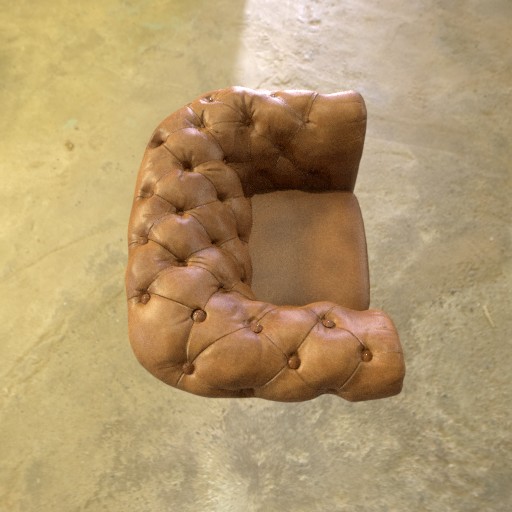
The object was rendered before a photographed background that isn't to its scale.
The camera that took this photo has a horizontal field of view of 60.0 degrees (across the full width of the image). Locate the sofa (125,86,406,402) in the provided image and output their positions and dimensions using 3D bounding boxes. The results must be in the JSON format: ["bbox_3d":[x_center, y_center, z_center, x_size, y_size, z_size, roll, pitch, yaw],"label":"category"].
[{"bbox_3d":[0.000,0.000,2.063,1.033,0.878,1.405,0,63,0],"label":"sofa"}]
